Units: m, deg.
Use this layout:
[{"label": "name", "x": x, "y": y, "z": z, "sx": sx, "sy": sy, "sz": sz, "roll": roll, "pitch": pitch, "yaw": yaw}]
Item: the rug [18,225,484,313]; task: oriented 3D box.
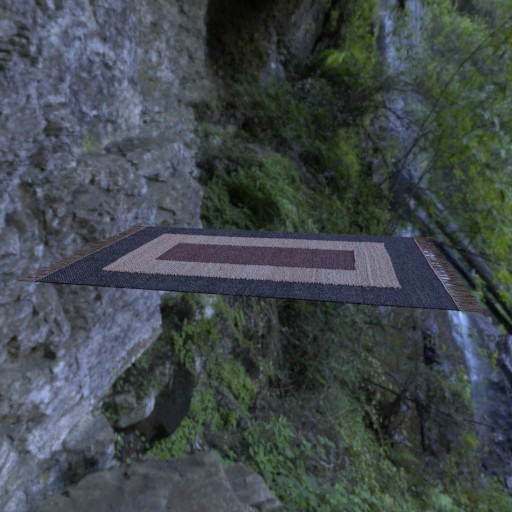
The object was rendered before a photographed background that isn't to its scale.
[{"label": "rug", "x": 0.000, "y": 0.000, "z": 2.434, "sx": 2.021, "sy": 0.027, "sz": 1.224, "roll": 3, "pitch": 16, "yaw": 10}]
